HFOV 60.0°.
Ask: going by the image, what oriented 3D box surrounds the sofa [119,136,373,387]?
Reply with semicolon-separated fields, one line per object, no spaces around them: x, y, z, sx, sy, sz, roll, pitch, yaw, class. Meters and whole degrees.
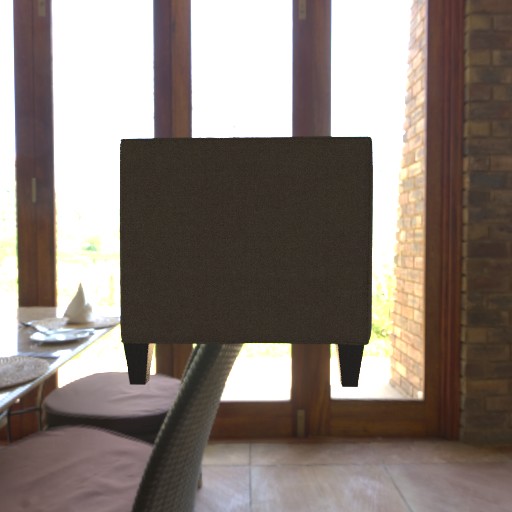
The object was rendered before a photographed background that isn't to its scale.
0.000;0.000;2.217;0.775;0.762;1.778;0;1;2;sofa
